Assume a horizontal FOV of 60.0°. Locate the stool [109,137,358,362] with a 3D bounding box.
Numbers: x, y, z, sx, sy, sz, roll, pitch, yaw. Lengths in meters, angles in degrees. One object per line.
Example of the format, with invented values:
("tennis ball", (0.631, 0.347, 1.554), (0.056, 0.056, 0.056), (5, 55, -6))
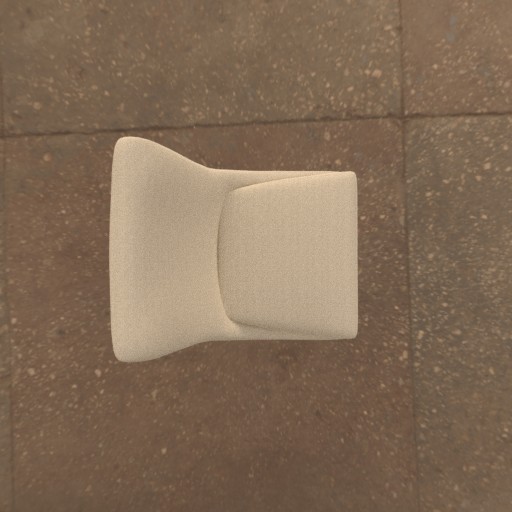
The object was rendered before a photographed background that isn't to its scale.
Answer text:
("stool", (0.000, 0.000, 1.378), (0.559, 1.093, 0.483), (0, 89, 0))
